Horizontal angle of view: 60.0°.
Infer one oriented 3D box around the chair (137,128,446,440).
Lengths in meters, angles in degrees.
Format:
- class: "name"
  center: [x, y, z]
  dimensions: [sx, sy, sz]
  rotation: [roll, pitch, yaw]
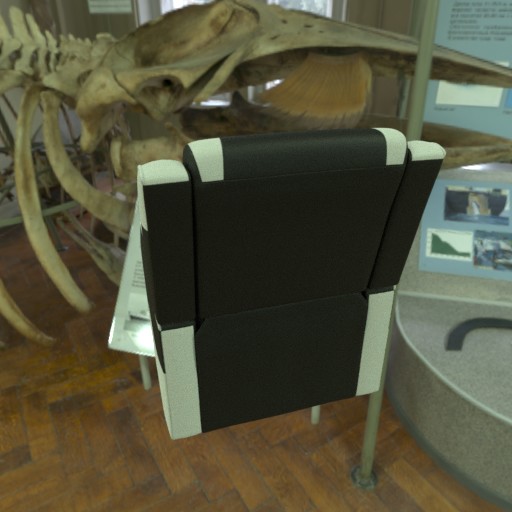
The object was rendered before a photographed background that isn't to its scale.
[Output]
- class: "chair"
  center: [0.000, 0.000, 1.261]
  dimensions: [0.620, 0.805, 0.672]
  rotation: [-8, 28, -15]
